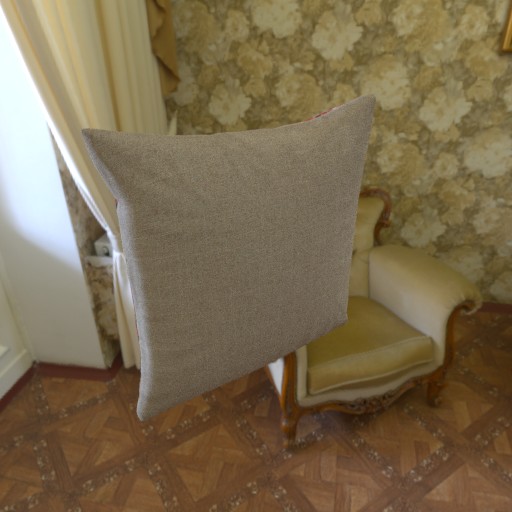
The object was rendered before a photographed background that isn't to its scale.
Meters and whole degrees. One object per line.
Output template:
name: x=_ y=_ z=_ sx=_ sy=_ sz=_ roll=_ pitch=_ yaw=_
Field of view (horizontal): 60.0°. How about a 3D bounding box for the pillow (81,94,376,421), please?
pillow: x=0.000 y=0.000 z=0.786 sx=0.513 sy=0.511 sz=0.158 roll=-19 pitch=34 yaw=-30
